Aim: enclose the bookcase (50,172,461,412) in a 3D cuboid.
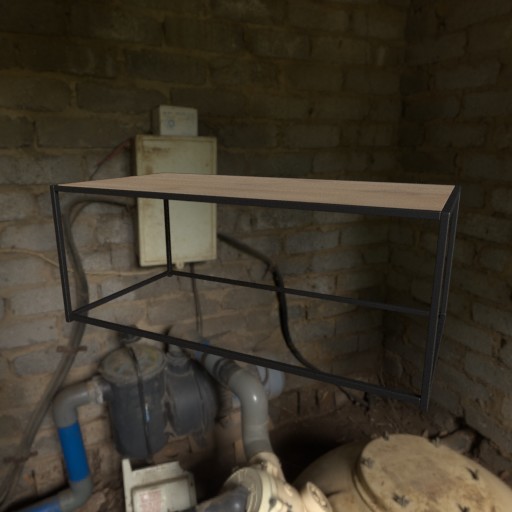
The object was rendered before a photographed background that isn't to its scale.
[{"bbox_3d":[0.000,0.000,1.254,1.000,0.400,0.500,7,17,25],"label":"bookcase"}]
